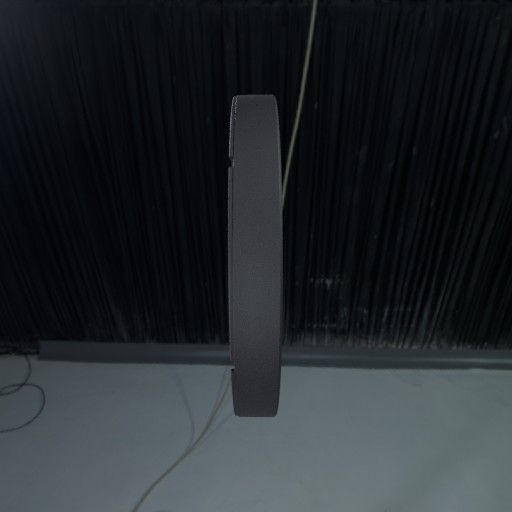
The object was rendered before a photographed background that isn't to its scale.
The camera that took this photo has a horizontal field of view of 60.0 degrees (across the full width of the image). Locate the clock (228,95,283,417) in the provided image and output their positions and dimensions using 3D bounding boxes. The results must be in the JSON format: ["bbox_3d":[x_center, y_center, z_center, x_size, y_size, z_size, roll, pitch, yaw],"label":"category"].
[{"bbox_3d":[0.000,0.000,0.429,0.040,0.293,0.293,0,33,0],"label":"clock"}]
